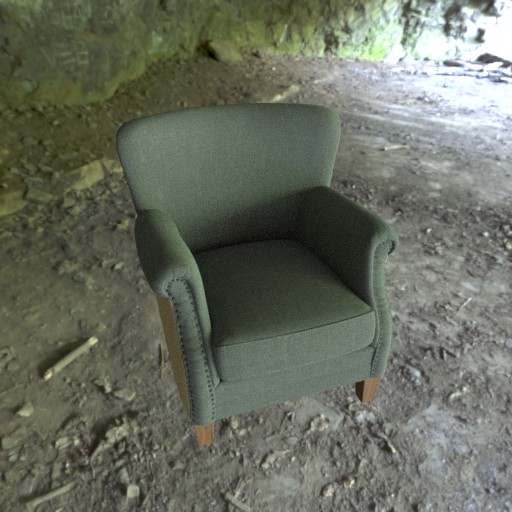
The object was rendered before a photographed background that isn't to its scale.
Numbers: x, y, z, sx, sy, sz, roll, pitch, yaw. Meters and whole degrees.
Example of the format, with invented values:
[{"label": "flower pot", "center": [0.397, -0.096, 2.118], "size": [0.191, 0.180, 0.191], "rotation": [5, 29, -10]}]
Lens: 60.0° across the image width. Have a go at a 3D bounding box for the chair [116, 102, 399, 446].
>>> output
[{"label": "chair", "center": [0.000, 0.000, 1.663], "size": [0.861, 0.936, 0.921], "rotation": [-10, 33, -16]}]
